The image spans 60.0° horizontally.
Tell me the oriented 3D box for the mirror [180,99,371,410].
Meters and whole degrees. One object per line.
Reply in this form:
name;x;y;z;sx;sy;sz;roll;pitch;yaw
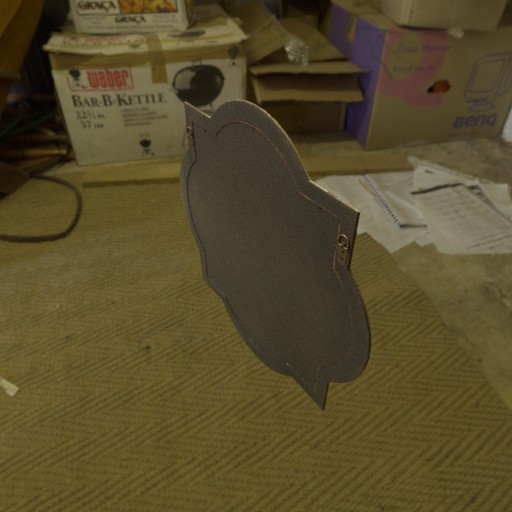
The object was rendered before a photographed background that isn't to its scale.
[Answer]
mirror;0.000;0.000;1.015;0.019;0.686;0.686;-24;46;-26
